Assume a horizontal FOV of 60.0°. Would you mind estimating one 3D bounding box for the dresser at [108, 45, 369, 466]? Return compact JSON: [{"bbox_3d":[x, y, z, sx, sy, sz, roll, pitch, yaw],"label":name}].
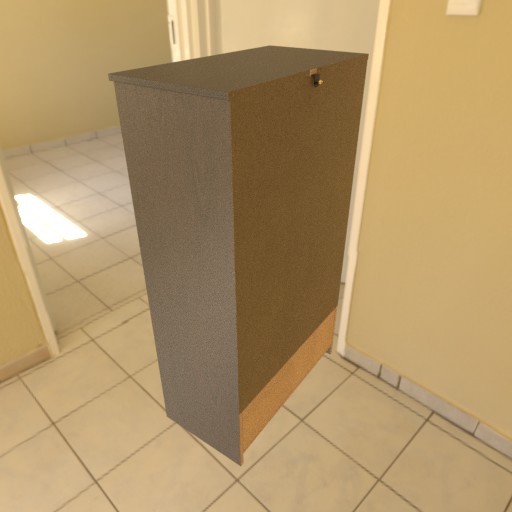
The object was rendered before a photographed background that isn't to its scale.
[{"bbox_3d":[0.000,0.000,1.552,0.418,1.254,0.704,20,37,30],"label":"dresser"}]
